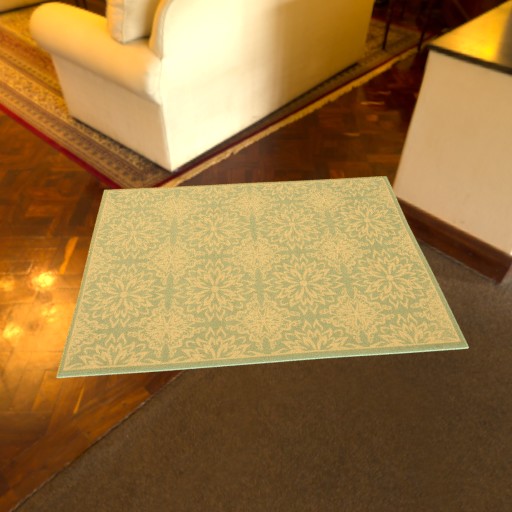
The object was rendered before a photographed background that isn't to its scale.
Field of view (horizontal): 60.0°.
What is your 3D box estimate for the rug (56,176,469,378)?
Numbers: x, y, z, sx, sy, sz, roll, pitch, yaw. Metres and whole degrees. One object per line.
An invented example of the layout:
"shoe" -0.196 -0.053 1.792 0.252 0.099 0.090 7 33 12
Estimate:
"rug" 0.000 0.000 2.907 2.205 0.014 1.589 -3 46 -3
